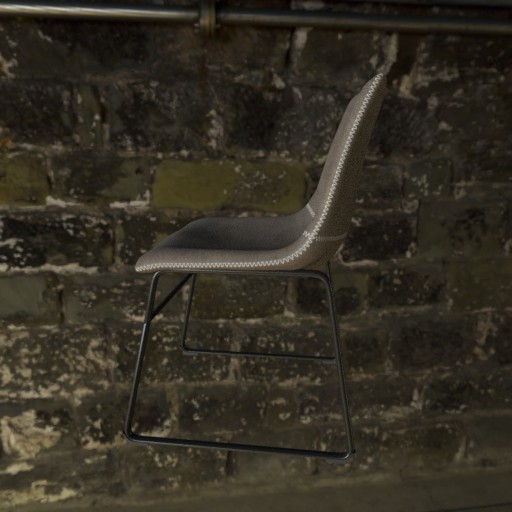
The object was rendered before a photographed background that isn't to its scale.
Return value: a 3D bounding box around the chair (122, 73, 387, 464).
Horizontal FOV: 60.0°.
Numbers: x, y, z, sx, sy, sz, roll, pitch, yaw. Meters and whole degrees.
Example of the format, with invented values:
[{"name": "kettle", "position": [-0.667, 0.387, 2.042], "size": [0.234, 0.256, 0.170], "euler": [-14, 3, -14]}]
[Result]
[{"name": "chair", "position": [0.000, 0.000, 1.080], "size": [0.550, 0.780, 0.460], "euler": [2, 15, 7]}]
